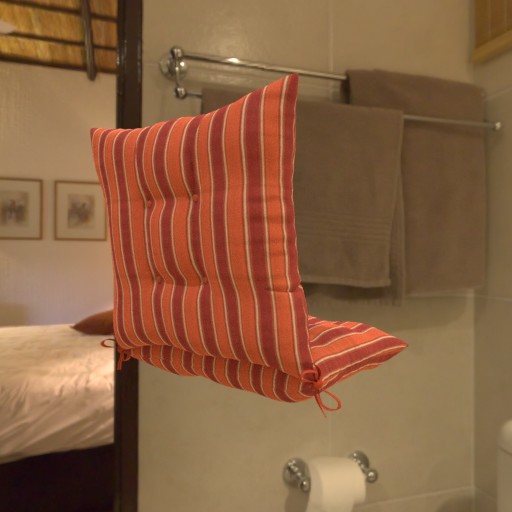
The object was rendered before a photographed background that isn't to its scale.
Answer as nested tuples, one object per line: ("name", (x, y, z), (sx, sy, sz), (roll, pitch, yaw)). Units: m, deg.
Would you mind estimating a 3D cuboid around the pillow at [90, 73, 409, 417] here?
("pillow", (0.000, 0.000, 0.985), (0.541, 0.536, 0.585), (0, 0, 36))
